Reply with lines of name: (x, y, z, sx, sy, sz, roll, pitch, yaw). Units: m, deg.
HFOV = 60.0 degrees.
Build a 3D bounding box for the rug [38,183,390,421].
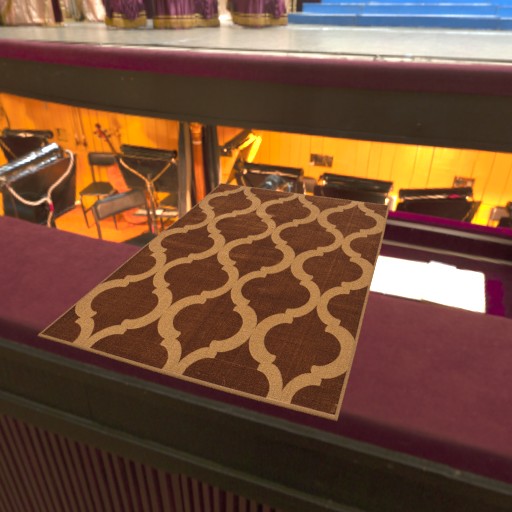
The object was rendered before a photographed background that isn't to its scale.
rug: (0.000, 0.000, 2.928, 1.526, 0.014, 2.290, 10, 32, 17)
